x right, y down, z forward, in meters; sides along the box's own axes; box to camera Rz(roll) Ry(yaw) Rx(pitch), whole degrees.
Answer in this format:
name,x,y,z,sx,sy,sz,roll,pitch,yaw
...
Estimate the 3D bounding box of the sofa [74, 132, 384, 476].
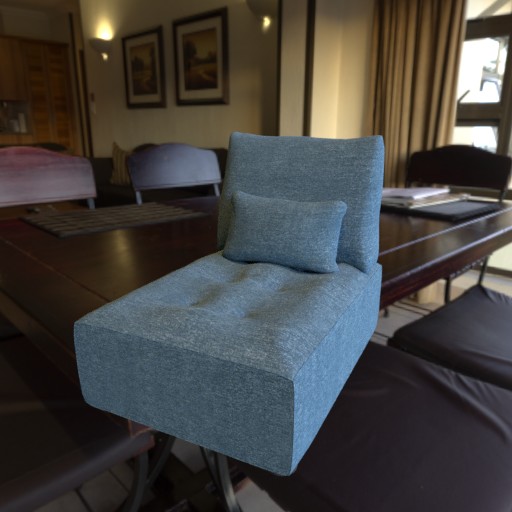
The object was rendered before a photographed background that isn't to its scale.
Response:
name,x,y,z,sx,sy,sz,roll,pitch,yaw
sofa,0.000,0.000,1.540,0.700,0.820,1.000,8,18,26
